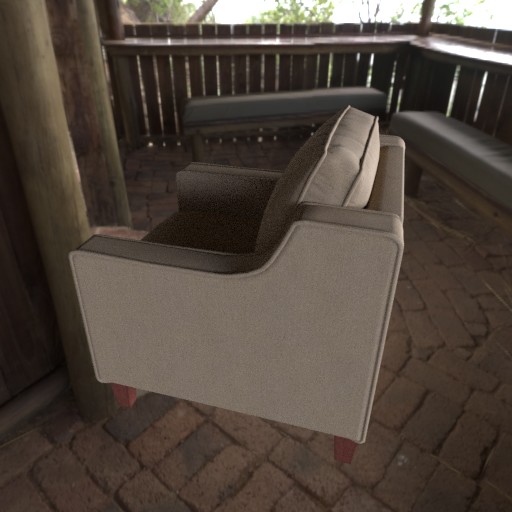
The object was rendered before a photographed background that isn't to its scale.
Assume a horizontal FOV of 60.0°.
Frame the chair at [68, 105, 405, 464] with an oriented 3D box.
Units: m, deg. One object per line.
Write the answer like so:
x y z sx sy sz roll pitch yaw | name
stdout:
0.000 0.000 1.568 0.909 0.960 0.831 8 31 14 | chair
